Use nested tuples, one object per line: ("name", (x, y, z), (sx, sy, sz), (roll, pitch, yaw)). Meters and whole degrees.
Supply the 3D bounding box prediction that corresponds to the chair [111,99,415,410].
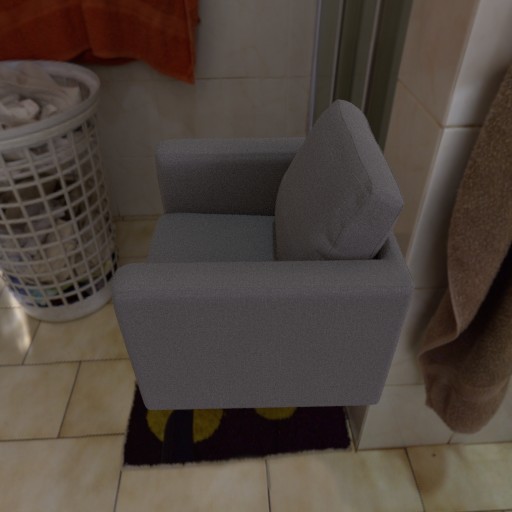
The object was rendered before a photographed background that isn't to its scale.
("chair", (0.000, 0.000, 1.565), (0.800, 0.927, 0.854), (-1, 41, -1))
